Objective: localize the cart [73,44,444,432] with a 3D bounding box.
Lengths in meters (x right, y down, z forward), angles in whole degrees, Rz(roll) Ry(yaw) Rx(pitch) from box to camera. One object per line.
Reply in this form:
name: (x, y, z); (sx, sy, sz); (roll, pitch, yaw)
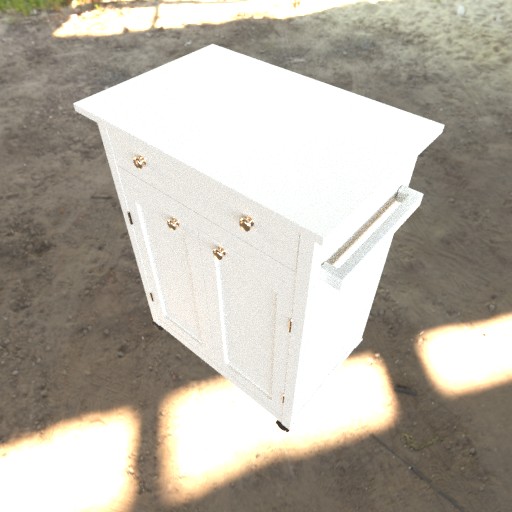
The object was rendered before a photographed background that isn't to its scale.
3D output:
cart: (0.000, 0.000, 1.253); (0.683, 0.864, 0.442); (31, 54, 27)
